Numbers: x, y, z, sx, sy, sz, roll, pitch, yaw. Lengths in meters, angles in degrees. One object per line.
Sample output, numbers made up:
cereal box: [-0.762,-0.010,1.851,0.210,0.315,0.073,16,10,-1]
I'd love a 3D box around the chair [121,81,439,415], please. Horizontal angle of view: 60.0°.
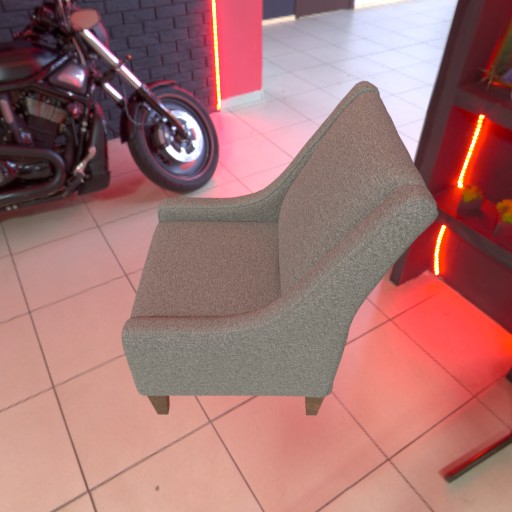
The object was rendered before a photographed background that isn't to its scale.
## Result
chair: [0.000,0.000,1.625,0.870,1.016,0.774,0,42,0]
